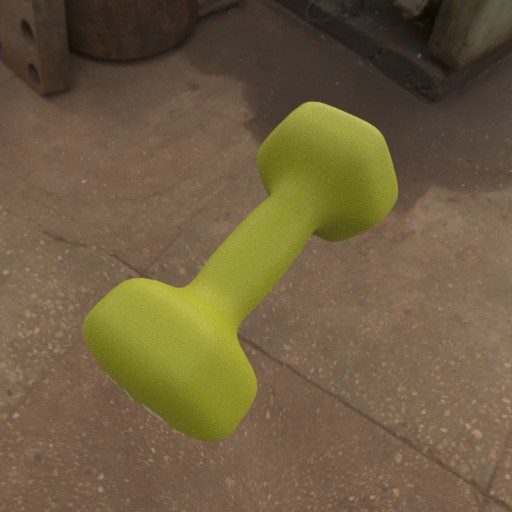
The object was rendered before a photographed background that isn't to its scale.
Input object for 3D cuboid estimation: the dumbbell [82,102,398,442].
[{"bbox_3d":[0.000,0.000,0.210,0.080,0.072,0.164,32,63,19],"label":"dumbbell"}]
